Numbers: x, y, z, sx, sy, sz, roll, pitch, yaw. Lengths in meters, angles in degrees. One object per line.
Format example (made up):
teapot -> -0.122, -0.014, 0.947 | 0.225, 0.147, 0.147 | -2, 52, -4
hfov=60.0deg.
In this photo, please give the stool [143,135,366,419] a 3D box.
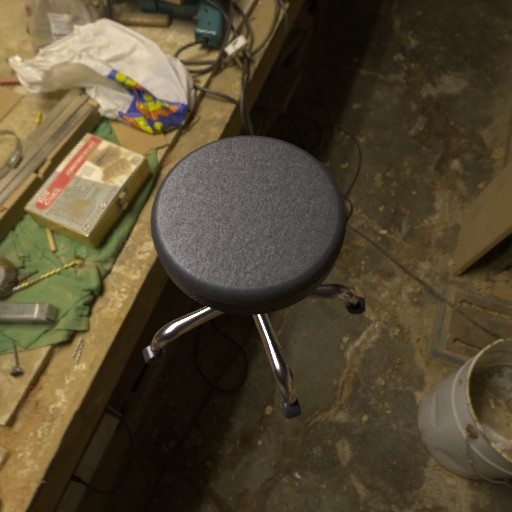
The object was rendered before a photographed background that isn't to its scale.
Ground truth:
stool -> 0.000, 0.000, 1.164 | 0.673, 0.576, 0.638 | 19, 64, 9
